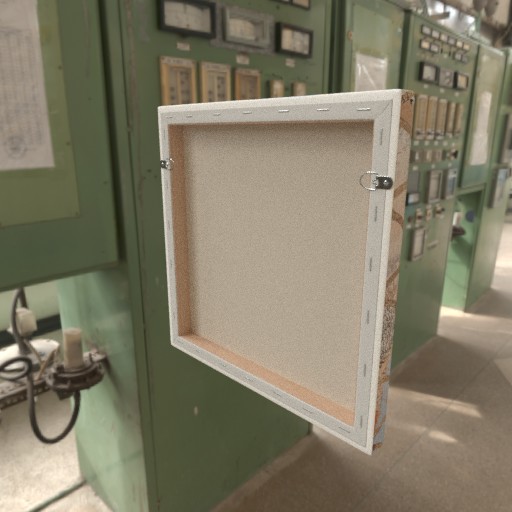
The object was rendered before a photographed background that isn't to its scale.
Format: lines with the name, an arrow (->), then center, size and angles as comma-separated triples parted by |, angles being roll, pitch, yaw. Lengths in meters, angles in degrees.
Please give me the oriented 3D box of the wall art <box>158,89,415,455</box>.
wall art -> 0.000, 0.000, 0.763 | 0.507, 0.508, 0.038 | 15, 21, 43
